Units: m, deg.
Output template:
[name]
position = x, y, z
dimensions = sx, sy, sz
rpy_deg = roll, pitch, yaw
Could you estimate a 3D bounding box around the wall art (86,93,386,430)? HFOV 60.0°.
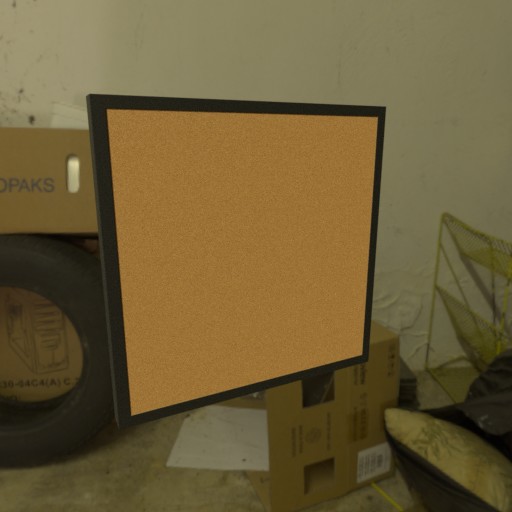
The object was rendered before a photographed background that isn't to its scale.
[wall art]
position = 0.000, 0.000, 0.768
dimensions = 0.506, 0.506, 0.037
rpy_deg = -7, 16, -26
